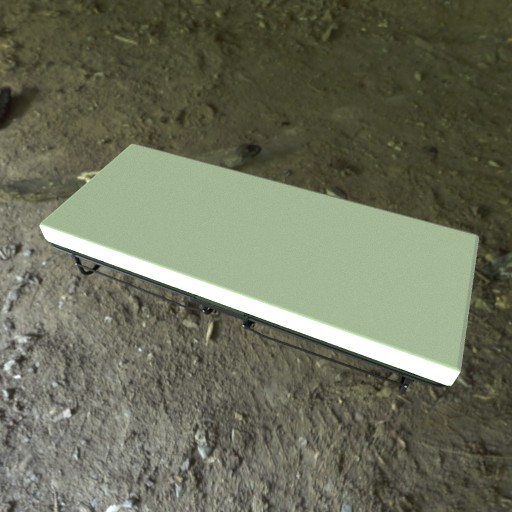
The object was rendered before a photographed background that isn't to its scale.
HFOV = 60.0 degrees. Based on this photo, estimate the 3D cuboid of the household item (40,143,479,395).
[{"bbox_3d":[0.000,0.000,2.129,1.905,0.356,0.787,18,49,16],"label":"household item"}]
